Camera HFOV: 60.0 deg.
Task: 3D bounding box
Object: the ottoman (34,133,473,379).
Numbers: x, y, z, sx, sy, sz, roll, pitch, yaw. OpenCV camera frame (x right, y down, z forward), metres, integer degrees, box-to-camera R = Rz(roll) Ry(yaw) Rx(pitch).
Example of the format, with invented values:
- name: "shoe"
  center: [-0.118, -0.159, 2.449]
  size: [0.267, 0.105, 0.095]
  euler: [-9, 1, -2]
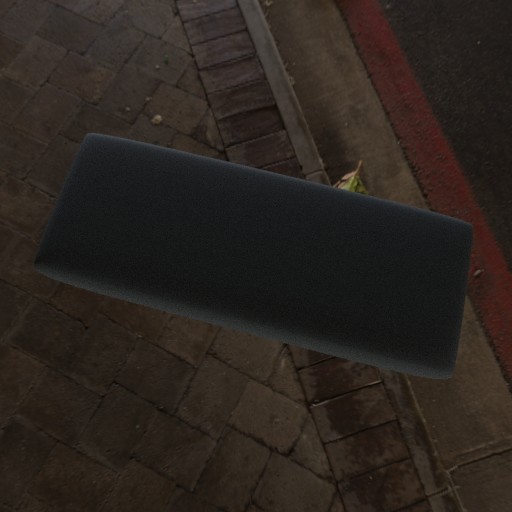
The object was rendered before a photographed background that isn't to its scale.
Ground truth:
- name: "ottoman"
  center: [0.000, 0.000, 1.856]
  size: [1.609, 0.393, 0.646]
  euler: [14, 75, 4]
